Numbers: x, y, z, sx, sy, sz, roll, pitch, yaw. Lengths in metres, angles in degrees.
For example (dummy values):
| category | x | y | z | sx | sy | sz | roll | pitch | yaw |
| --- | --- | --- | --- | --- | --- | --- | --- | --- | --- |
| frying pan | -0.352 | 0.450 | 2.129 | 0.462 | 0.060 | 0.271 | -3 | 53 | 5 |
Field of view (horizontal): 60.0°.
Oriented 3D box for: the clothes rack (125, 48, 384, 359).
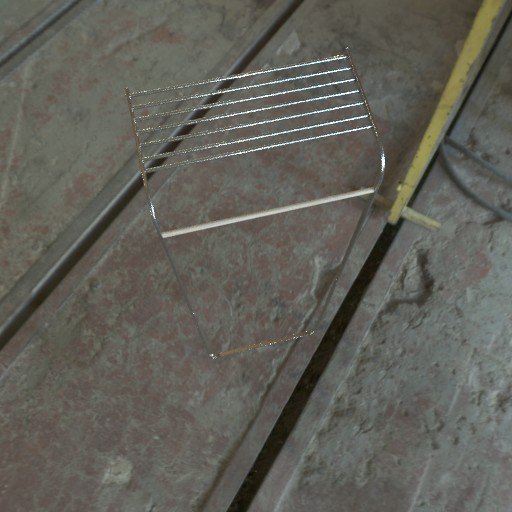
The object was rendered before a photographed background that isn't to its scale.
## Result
| category | x | y | z | sx | sy | sz | roll | pitch | yaw |
| --- | --- | --- | --- | --- | --- | --- | --- | --- | --- |
| clothes rack | 0.000 | 0.000 | 1.797 | 0.609 | 1.574 | 0.349 | -13 | 65 | -6 |
